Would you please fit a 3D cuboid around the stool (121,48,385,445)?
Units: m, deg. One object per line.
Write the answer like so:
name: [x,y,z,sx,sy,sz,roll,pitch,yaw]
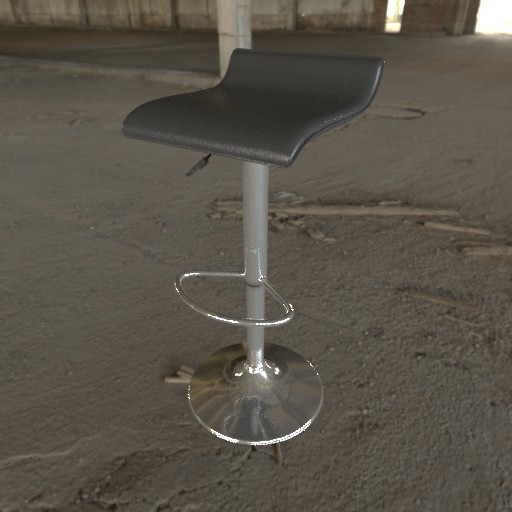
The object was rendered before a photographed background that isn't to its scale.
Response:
stool: [0.000,0.000,1.044,0.381,0.851,0.381,18,34,28]
